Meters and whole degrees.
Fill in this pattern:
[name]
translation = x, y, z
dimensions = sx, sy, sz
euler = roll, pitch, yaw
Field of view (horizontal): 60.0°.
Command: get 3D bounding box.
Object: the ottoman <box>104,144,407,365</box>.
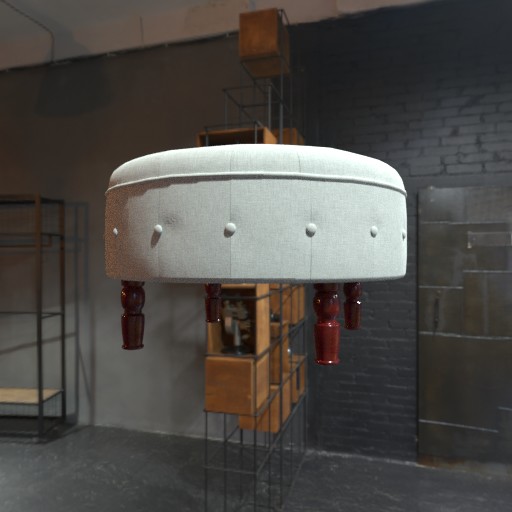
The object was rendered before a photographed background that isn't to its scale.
[ottoman]
translation = 0.000, 0.000, 1.317
dimensions = 0.850, 0.483, 0.850
euler = 0, 0, 0
